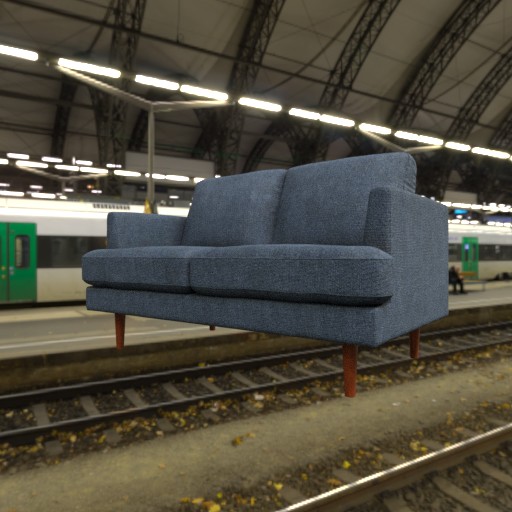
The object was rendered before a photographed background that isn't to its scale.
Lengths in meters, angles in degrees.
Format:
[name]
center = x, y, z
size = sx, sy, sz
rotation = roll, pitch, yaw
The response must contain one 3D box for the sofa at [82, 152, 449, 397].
[sofa]
center = 0.000, 0.000, 2.123
size = 1.582, 0.944, 0.903
rotation = 0, 0, 37
